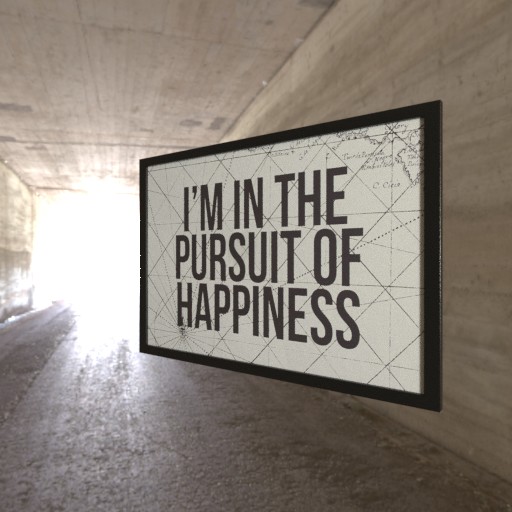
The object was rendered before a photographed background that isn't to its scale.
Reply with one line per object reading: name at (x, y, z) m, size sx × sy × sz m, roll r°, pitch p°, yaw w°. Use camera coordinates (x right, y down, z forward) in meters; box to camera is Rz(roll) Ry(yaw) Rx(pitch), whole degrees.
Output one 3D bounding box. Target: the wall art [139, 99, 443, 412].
wall art at (0.000, 0.000, 1.029) m, size 0.819 × 0.552 × 0.015 m, roll 0°, pitch 0°, yaw 36°
